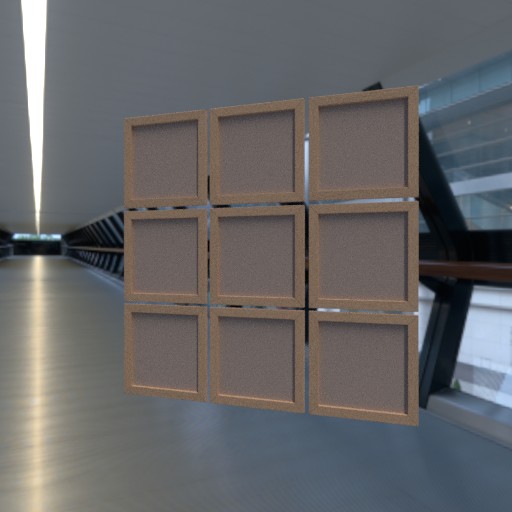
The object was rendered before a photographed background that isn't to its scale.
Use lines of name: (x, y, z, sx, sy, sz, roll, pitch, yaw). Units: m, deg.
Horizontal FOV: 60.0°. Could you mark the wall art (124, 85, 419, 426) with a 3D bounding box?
wall art: (0.000, 0.000, 1.332, 0.917, 0.910, 0.012, 0, 0, 18)
